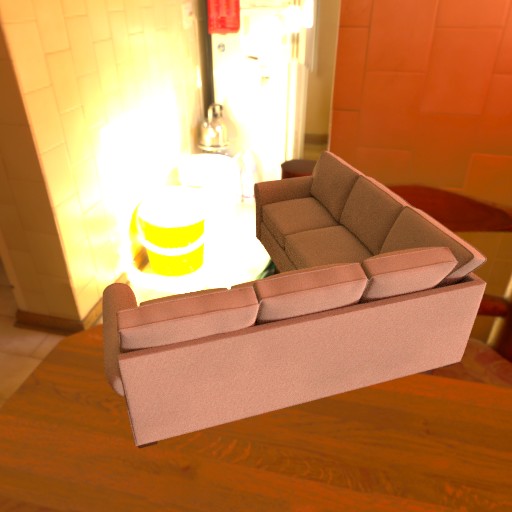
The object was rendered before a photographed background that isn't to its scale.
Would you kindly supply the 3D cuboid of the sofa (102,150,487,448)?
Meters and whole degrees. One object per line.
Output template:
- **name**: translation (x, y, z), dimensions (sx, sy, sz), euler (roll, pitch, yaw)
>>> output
- **sofa**: translation (0.000, 0.000, 3.872), dimensions (2.562, 1.053, 2.487), euler (-9, 33, -15)
